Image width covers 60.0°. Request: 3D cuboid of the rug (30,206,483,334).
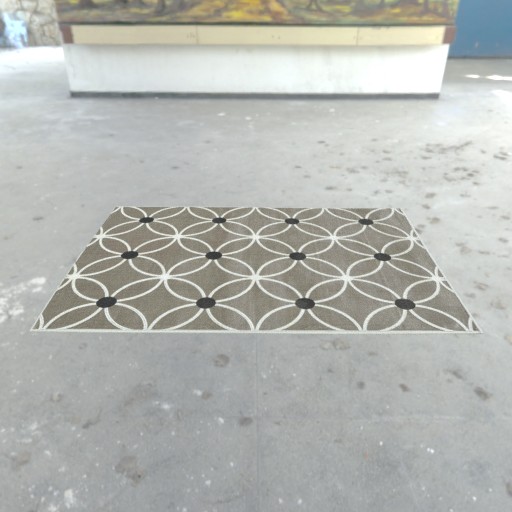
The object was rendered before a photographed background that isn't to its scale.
[{"bbox_3d":[0.000,0.000,2.868,2.284,0.008,1.522,0,31,0],"label":"rug"}]
